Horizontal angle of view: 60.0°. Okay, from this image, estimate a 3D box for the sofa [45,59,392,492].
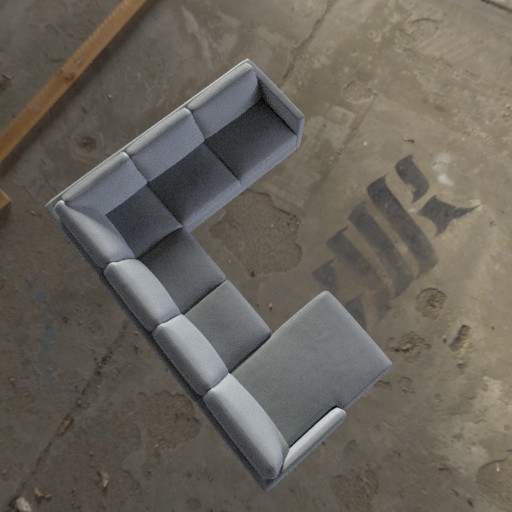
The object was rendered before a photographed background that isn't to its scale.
[{"bbox_3d":[0.000,0.000,4.303,2.551,0.853,3.238,-39,79,-9],"label":"sofa"}]
